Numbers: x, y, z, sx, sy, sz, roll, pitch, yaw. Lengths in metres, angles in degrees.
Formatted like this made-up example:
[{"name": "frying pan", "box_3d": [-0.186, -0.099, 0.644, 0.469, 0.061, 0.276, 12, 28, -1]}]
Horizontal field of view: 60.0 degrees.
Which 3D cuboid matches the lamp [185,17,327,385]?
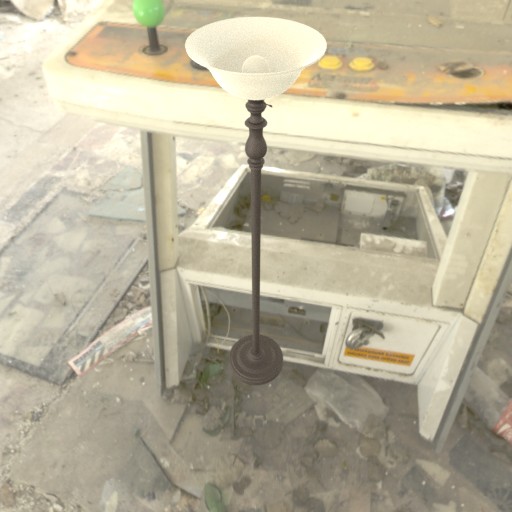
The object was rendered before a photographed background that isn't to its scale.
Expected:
[{"name": "lamp", "box_3d": [0.000, 0.000, 1.929, 0.405, 1.797, 0.405, 30, 54, 25]}]
